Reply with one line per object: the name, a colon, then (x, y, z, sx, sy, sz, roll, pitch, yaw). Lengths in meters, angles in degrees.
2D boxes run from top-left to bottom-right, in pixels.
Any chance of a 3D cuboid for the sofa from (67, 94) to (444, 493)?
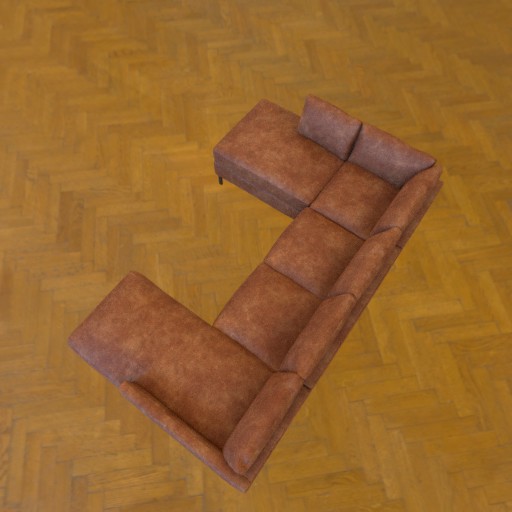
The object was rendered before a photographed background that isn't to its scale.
sofa: (0.000, 0.000, 3.702, 1.939, 0.900, 2.956, 33, 67, 15)
